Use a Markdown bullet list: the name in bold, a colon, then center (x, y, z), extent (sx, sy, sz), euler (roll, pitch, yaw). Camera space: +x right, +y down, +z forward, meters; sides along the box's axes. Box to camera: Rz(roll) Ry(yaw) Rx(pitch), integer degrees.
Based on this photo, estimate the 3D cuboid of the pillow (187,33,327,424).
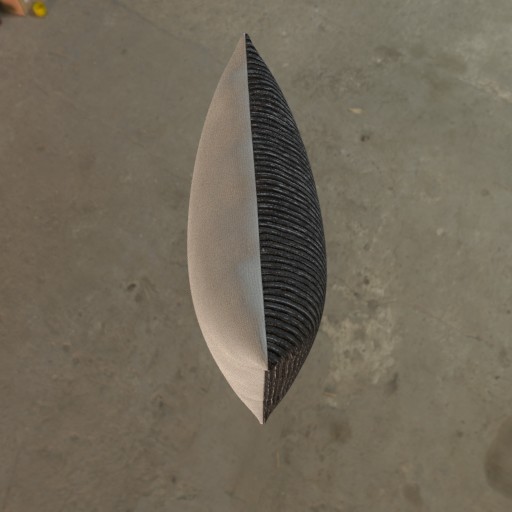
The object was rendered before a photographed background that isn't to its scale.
- **pillow**: center (0.000, 0.000, 0.666), extent (0.196, 0.434, 0.433), euler (-3, 63, -2)
